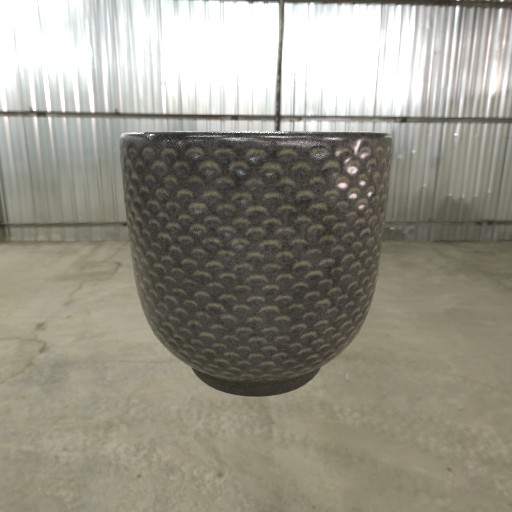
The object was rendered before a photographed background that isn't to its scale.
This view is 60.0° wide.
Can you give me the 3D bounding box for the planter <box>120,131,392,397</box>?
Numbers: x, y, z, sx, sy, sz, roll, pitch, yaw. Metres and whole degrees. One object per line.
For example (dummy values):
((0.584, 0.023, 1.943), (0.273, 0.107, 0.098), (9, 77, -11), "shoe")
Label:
((0.000, 0.000, 0.355), (0.197, 0.191, 0.197), (0, 15, 0), "planter")
